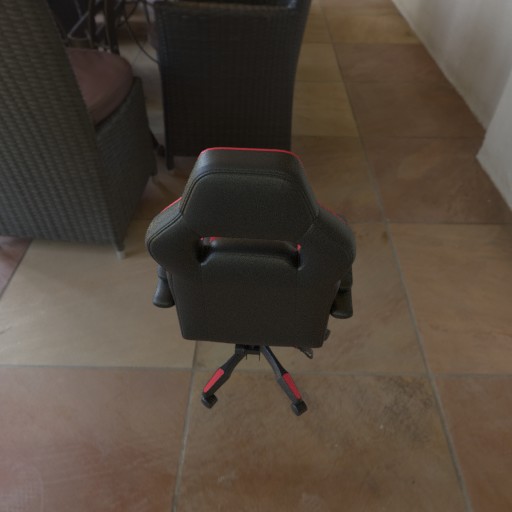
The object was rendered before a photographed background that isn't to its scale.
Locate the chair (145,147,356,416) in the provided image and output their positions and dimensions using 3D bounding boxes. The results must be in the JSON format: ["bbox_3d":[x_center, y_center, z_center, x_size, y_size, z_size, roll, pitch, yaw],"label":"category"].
[{"bbox_3d":[0.000,0.000,1.660,0.700,1.220,0.700,3,44,3],"label":"chair"}]
